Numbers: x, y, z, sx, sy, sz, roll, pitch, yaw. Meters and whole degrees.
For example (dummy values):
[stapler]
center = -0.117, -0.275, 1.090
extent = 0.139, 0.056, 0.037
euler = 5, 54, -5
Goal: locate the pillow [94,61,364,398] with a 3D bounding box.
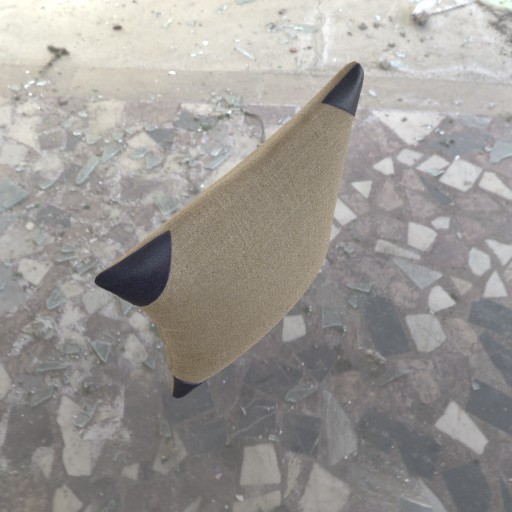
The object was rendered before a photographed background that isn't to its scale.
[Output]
[pillow]
center = 0.000, 0.000, 0.678
extent = 0.147, 0.441, 0.440
euler = 35, 65, 20
